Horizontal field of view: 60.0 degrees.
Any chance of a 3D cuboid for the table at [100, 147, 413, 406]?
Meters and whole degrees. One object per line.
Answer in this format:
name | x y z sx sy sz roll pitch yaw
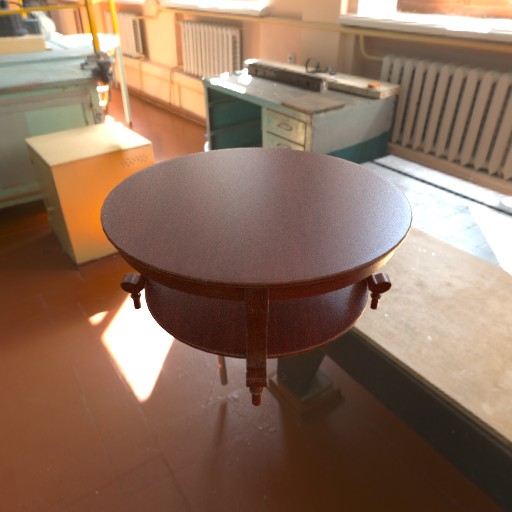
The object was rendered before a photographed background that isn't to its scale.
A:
table | 0.000 0.000 1.644 1.029 0.486 1.029 0 32 0
